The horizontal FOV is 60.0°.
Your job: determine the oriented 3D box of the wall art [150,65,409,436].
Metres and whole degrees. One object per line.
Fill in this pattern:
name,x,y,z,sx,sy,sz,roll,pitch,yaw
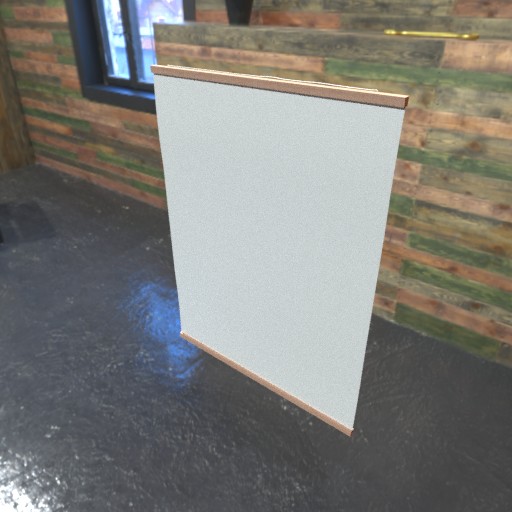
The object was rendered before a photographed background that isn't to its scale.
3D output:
wall art,0.000,0.000,1.326,0.758,1.013,0.020,22,37,32
